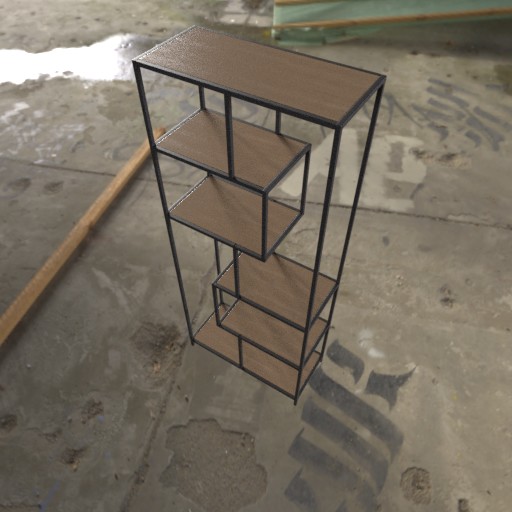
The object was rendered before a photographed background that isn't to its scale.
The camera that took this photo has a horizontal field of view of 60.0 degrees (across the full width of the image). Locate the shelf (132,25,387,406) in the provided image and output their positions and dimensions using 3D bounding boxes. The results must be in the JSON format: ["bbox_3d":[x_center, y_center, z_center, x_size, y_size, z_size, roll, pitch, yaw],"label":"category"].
[{"bbox_3d":[0.000,0.000,2.141,0.770,1.850,0.350,25,53,21],"label":"shelf"}]
